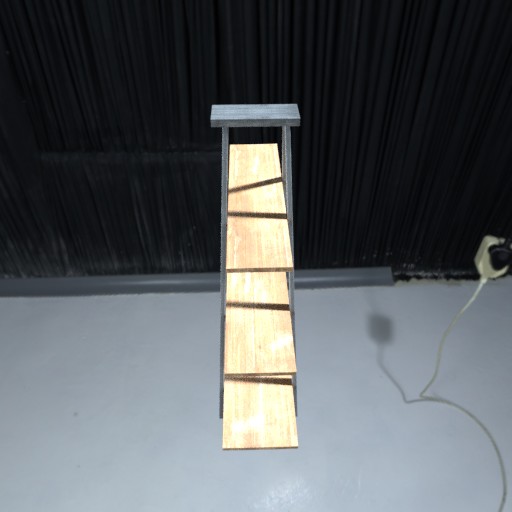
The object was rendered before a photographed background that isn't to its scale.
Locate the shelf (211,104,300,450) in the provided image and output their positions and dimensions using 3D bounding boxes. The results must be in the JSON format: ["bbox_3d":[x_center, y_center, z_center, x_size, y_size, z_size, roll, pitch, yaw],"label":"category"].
[{"bbox_3d":[0.000,0.000,2.684,0.508,1.808,1.746,-1,42,-1],"label":"shelf"}]
